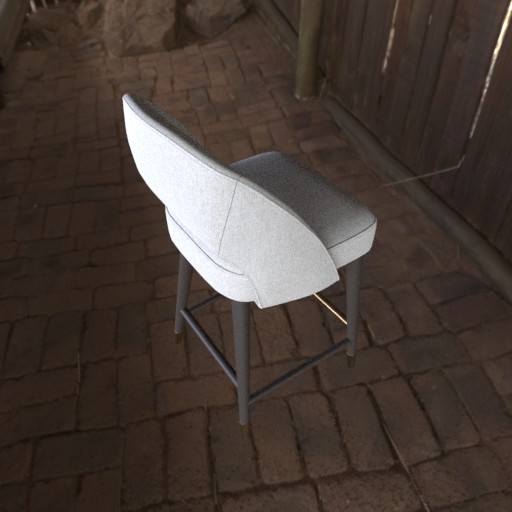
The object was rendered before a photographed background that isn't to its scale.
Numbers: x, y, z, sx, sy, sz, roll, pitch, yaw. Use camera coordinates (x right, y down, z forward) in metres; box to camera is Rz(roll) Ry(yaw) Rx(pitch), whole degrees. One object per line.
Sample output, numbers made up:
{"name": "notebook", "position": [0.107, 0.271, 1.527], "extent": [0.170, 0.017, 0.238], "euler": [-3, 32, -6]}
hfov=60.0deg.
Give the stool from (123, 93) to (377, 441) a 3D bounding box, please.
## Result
{"name": "stool", "position": [0.000, 0.000, 1.209], "extent": [0.509, 0.940, 0.494], "euler": [-26, 48, -25]}
